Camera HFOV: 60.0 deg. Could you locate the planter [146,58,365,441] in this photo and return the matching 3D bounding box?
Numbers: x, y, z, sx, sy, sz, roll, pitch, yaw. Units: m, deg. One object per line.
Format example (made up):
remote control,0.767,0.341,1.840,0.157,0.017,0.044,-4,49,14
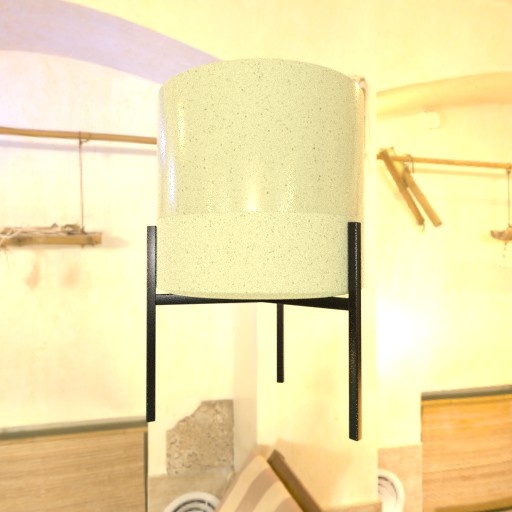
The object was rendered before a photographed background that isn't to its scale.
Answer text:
planter,0.000,0.000,0.331,0.159,0.230,0.152,0,-1,-17
